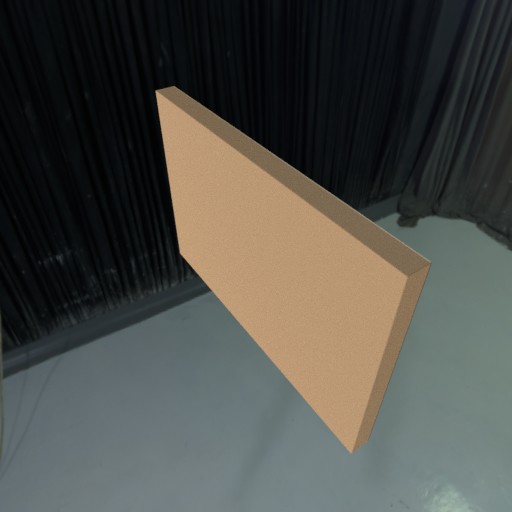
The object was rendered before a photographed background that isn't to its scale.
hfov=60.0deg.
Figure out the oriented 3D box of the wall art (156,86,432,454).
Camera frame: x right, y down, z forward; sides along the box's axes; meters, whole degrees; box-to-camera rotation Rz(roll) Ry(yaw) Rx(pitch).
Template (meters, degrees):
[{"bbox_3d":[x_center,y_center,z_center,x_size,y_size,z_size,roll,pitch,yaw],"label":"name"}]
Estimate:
[{"bbox_3d":[0.000,0.000,0.791,0.039,0.407,0.609,-25,47,-25],"label":"wall art"}]
